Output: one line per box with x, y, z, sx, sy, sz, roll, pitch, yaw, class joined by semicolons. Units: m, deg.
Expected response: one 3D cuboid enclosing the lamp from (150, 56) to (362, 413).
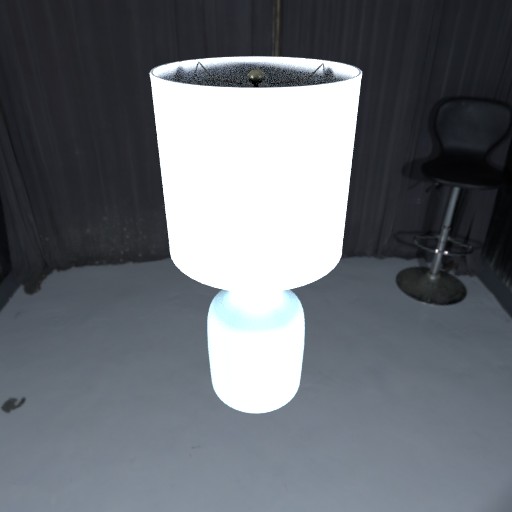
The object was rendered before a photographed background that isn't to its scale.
0.000;0.000;1.111;0.418;0.871;0.418;-1;31;-2;lamp
